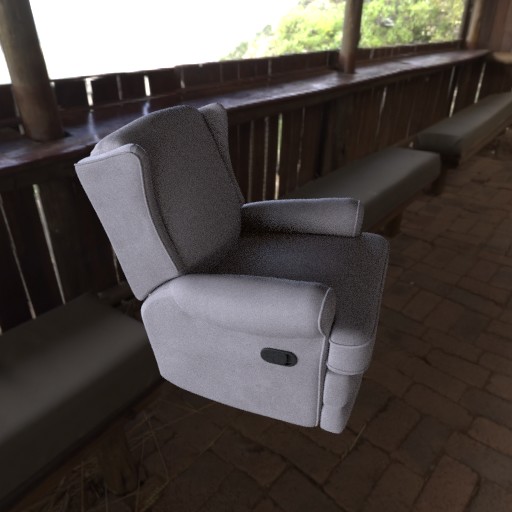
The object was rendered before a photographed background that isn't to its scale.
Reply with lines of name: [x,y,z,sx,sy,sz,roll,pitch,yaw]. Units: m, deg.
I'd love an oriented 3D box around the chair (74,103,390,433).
chair: [0.000,0.000,1.705,0.969,1.011,0.847,10,32,16]
